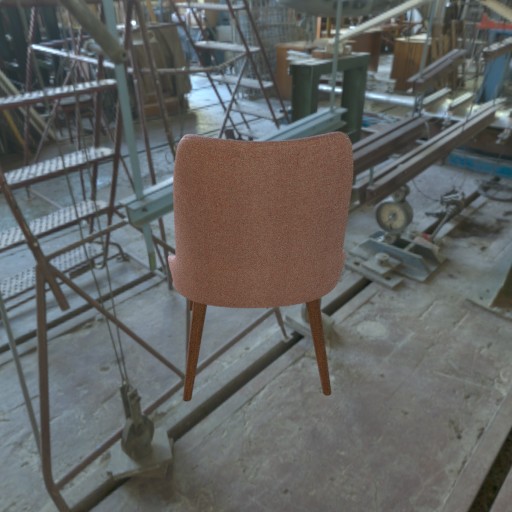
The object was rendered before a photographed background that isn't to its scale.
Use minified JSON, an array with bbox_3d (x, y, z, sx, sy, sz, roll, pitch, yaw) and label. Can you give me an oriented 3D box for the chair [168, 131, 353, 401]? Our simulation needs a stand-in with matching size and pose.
[{"bbox_3d":[0.000,0.000,1.329,0.535,0.918,0.707,-1,32,-2],"label":"chair"}]
